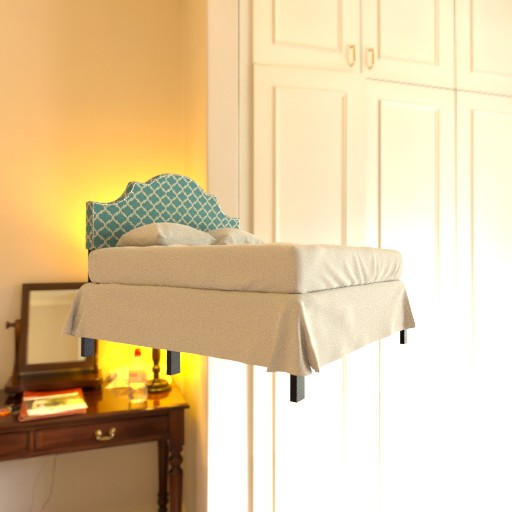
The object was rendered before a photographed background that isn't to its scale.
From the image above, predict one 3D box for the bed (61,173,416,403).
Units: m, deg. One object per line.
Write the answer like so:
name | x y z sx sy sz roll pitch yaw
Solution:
bed | 0.000 0.000 3.821 2.222 1.601 2.314 0 0 35
